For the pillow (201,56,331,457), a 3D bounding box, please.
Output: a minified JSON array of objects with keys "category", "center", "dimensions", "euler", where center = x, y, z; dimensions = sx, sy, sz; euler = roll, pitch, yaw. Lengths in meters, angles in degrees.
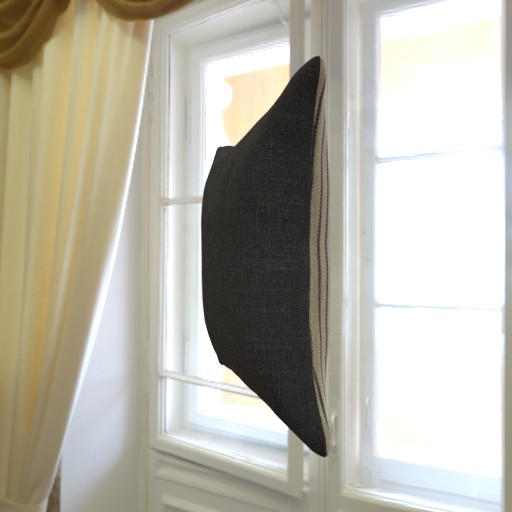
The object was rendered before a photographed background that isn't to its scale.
[{"category":"pillow","center":[0.000,0.000,0.696],"dimensions":[0.138,0.444,0.468],"euler":[0,0,-18]}]
